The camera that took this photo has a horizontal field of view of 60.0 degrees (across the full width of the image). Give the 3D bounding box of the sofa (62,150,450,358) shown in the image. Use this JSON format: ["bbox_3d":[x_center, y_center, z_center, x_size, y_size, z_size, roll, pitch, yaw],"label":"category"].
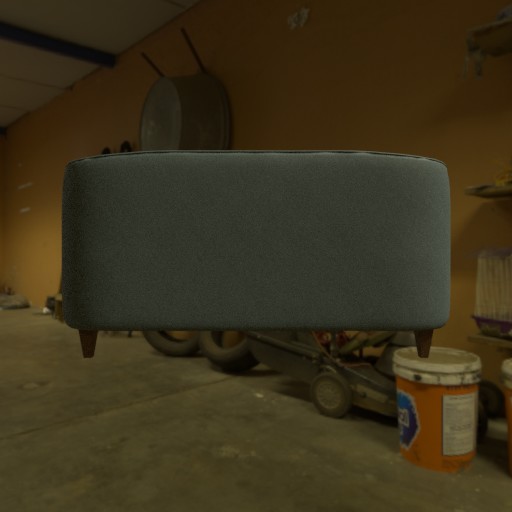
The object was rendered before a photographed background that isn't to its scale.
[{"bbox_3d":[0.000,0.000,2.228,1.733,0.855,0.941,0,0,0],"label":"sofa"}]
